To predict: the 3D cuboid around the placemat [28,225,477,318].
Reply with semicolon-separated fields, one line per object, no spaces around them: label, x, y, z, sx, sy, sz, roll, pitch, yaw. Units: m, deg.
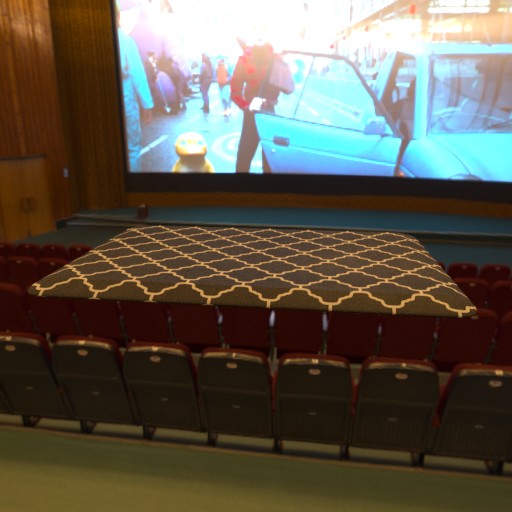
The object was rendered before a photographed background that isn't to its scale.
placemat;0.000;0.000;0.956;0.762;0.021;0.508;2;17;7
